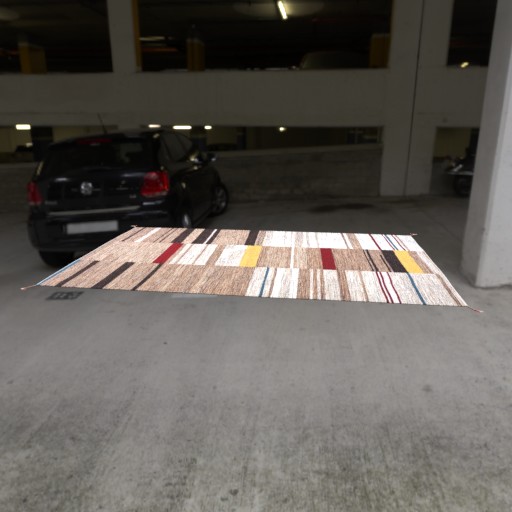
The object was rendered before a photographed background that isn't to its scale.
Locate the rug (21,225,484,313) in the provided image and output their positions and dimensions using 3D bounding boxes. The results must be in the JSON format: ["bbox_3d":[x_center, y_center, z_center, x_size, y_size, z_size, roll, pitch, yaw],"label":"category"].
[{"bbox_3d":[0.000,0.000,2.372,1.918,0.007,1.268,2,17,7],"label":"rug"}]
